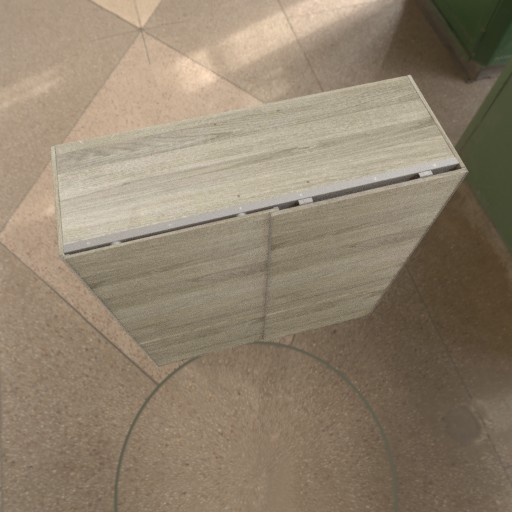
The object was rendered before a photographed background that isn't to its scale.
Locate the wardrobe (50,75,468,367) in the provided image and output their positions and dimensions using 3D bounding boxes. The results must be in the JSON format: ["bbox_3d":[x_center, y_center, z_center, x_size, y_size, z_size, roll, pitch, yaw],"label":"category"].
[{"bbox_3d":[0.000,0.000,2.865,1.780,1.960,0.629,-13,64,-7],"label":"wardrobe"}]
